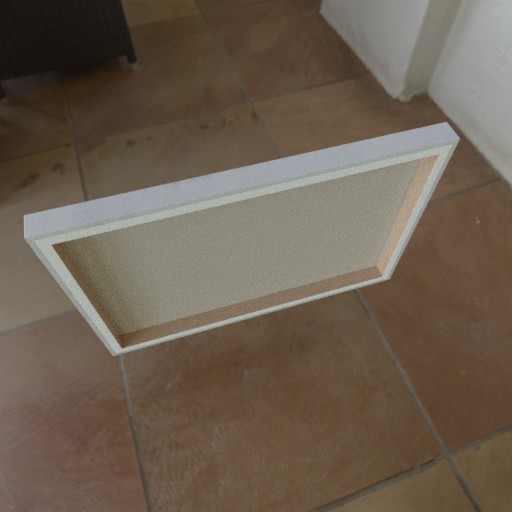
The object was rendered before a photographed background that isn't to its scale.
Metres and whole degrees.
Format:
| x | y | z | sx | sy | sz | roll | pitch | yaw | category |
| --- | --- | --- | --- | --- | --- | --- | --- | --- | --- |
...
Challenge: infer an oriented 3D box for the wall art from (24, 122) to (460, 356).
| x | y | z | sx | sy | sz | roll | pitch | yaw | category |
| --- | --- | --- | --- | --- | --- | --- | --- | --- | --- |
| 0.000 | 0.000 | 0.776 | 0.609 | 0.407 | 0.038 | -14 | 58 | -9 | wall art |
